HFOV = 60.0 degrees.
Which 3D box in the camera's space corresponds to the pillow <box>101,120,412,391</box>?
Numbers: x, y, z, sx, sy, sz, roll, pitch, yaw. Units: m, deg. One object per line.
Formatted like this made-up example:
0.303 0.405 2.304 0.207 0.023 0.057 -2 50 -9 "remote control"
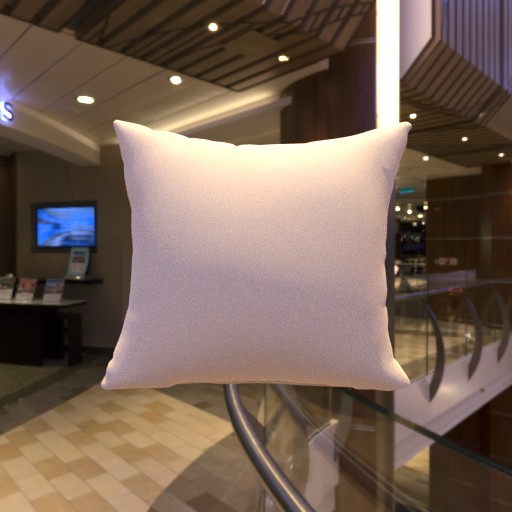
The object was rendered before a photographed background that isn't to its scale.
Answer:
0.000 0.000 0.798 0.560 0.487 0.229 0 1 0 "pillow"
